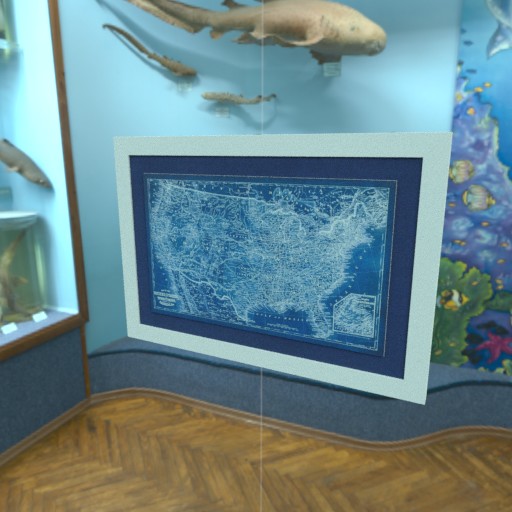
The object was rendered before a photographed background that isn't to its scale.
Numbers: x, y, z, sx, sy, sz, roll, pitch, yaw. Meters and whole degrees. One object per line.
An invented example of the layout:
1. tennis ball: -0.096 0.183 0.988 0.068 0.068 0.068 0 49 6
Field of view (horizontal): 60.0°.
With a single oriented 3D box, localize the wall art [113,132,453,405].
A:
1. wall art: 0.000 0.000 1.712 1.308 0.902 0.051 6 15 25
